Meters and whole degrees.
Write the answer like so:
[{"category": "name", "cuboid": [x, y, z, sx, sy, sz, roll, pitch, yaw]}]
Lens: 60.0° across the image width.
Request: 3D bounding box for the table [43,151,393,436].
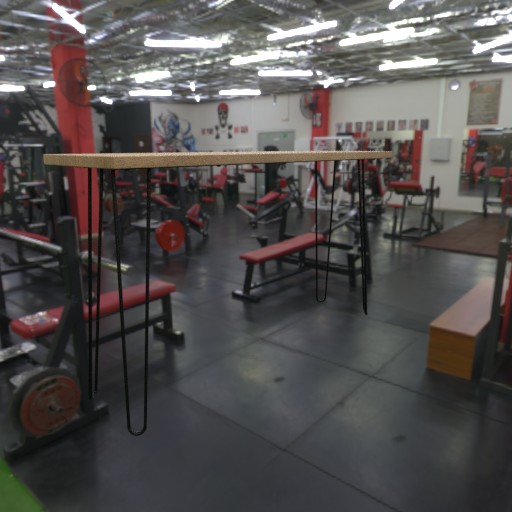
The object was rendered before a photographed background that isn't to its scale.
[{"category": "table", "cuboid": [0.000, 0.000, 1.757, 0.399, 0.799, 1.400, 13, 19, 42]}]
